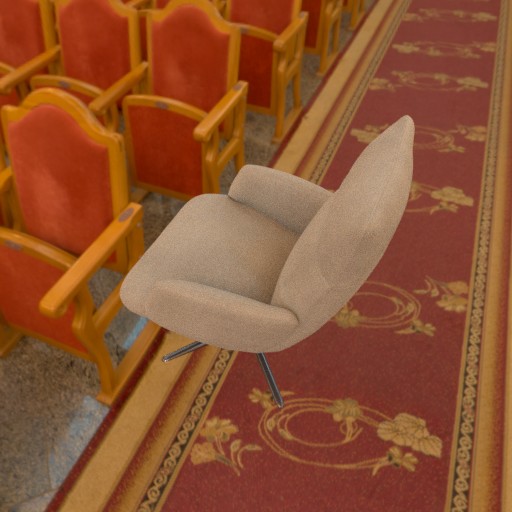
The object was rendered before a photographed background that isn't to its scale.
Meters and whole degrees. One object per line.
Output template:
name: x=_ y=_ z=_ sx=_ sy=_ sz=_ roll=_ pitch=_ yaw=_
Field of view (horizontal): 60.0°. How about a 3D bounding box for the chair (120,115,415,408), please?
chair: x=0.000 y=0.000 z=1.605 sx=0.889 sy=1.016 sz=0.711 roll=17 pitch=49 yaw=15
